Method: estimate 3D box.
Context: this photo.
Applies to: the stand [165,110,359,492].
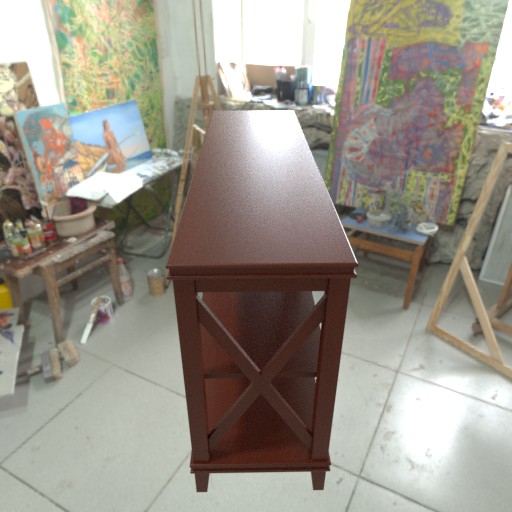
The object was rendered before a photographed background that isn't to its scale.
[{"bbox_3d":[0.000,0.000,1.654,0.381,0.762,1.372,-1,30,-1],"label":"stand"}]
